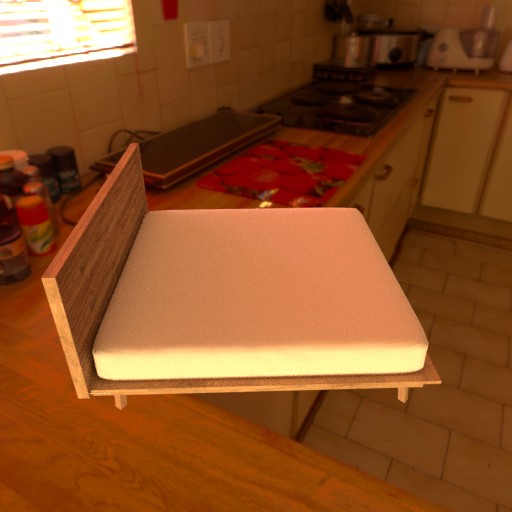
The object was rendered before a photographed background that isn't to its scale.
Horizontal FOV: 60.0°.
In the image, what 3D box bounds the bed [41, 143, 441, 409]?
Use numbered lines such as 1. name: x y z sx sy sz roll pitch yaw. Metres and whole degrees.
1. bed: 0.000 0.000 3.364 2.167 1.100 2.116 -1 32 -2
